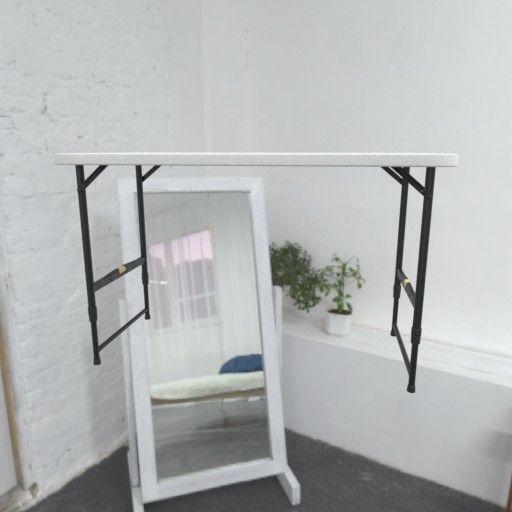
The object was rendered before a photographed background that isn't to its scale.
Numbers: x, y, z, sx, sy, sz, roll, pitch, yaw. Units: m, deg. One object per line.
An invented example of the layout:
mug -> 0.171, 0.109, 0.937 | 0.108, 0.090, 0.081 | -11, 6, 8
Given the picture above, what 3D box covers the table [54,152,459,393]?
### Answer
table -> 0.000, 0.000, 1.629 | 1.219, 0.737, 0.610 | 2, 14, 10
